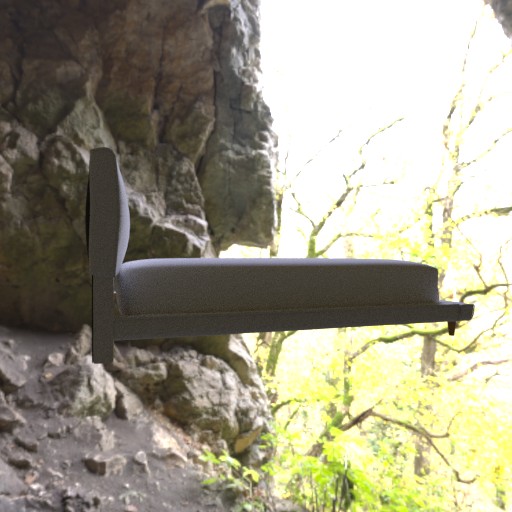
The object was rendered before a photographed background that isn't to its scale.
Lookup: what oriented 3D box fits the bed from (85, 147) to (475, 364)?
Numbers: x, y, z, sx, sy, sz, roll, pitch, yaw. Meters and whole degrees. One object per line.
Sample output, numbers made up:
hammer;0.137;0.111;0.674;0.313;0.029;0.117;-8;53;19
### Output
bed;0.000;0.000;3.349;2.368;1.067;1.840;0;0;-18
